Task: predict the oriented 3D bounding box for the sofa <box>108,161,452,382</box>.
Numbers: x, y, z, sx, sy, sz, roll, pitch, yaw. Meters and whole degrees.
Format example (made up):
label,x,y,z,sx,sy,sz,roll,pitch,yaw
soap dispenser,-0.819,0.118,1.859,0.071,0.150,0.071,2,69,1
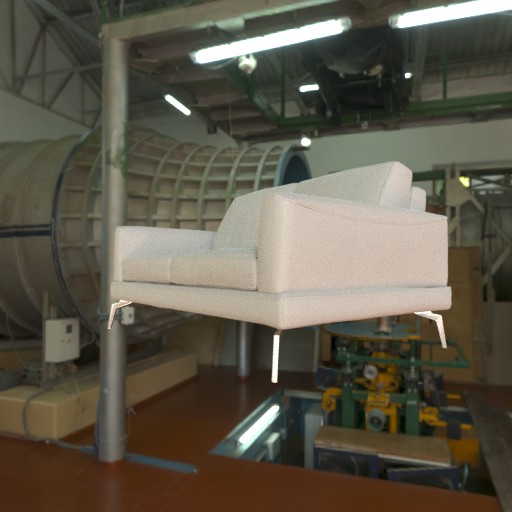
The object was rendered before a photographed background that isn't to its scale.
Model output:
label,x,y,z,sx,sy,sz,roll,pitch,yaw
sofa,0.000,0.000,2.532,1.121,0.930,1.819,1,-2,-36
